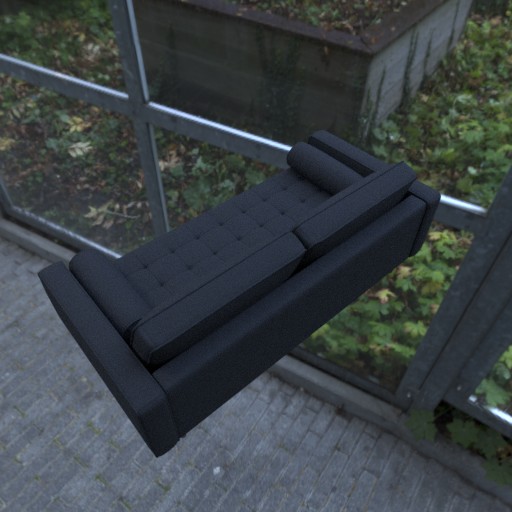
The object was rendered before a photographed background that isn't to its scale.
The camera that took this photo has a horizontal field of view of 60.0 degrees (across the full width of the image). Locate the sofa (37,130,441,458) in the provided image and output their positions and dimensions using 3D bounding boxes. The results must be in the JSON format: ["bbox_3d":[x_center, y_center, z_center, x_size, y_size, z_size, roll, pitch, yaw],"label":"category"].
[{"bbox_3d":[0.000,0.000,2.320,1.875,0.759,0.914,-32,54,-27],"label":"sofa"}]
